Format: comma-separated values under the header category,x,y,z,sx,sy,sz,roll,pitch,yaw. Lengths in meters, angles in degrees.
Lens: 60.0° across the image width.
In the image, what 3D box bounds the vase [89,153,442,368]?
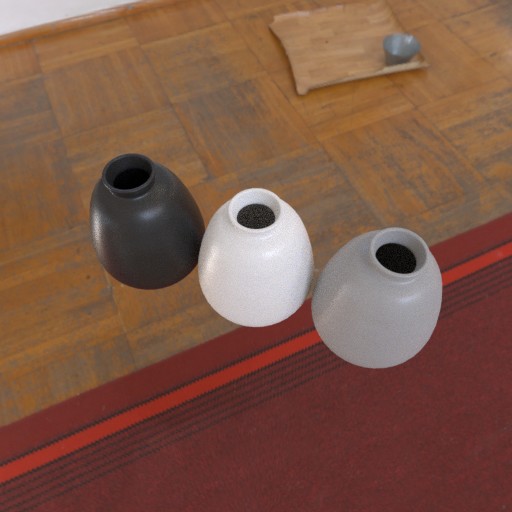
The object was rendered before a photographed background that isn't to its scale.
category,x,y,z,sx,sy,sz,roll,pitch,yaw
vase,0.000,0.000,0.359,0.297,0.122,0.097,17,59,11
